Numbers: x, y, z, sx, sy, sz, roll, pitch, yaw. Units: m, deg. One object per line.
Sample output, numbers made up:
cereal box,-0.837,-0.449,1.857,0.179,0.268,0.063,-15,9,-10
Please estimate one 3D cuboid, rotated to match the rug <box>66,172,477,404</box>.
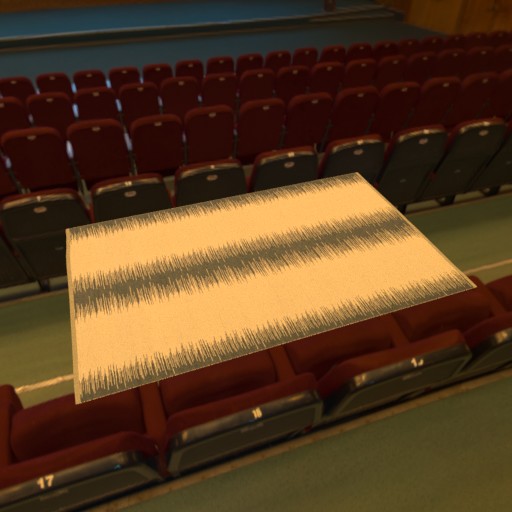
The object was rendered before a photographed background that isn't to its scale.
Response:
rug,0.000,0.000,3.044,2.453,0.003,1.519,-13,42,-15
